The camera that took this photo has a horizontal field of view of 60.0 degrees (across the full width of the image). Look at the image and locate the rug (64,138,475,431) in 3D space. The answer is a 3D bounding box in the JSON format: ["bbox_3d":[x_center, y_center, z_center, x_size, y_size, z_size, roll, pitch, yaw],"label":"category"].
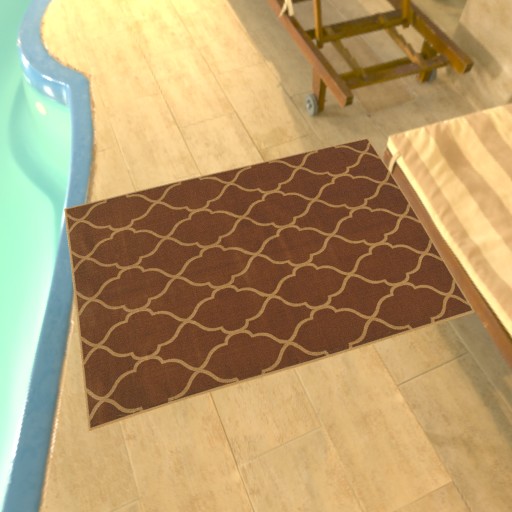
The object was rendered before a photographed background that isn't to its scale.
[{"bbox_3d":[0.000,0.000,2.846,2.290,0.014,1.526,-15,60,-9],"label":"rug"}]
